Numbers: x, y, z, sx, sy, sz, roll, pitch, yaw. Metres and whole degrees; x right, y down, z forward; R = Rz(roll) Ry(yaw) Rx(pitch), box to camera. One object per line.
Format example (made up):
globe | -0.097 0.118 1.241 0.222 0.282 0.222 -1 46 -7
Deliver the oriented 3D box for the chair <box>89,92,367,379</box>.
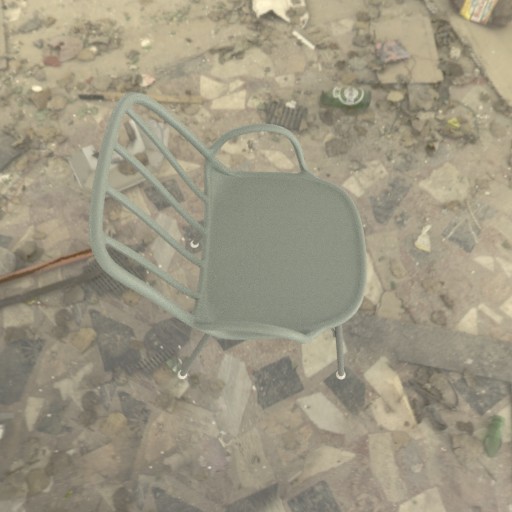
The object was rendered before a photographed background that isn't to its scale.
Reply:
chair | 0.000 0.000 1.191 0.597 0.816 0.549 1 64 1
